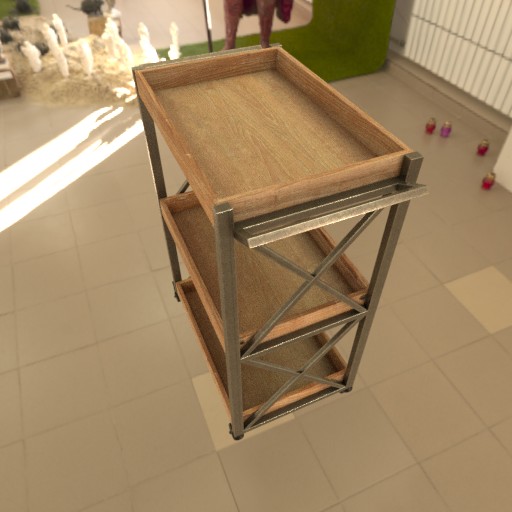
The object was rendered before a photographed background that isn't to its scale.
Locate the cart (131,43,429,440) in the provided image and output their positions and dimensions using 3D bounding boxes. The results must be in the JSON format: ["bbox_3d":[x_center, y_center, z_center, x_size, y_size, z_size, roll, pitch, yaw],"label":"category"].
[{"bbox_3d":[0.000,0.000,1.161,0.377,0.835,0.673,-17,48,-17],"label":"cart"}]
